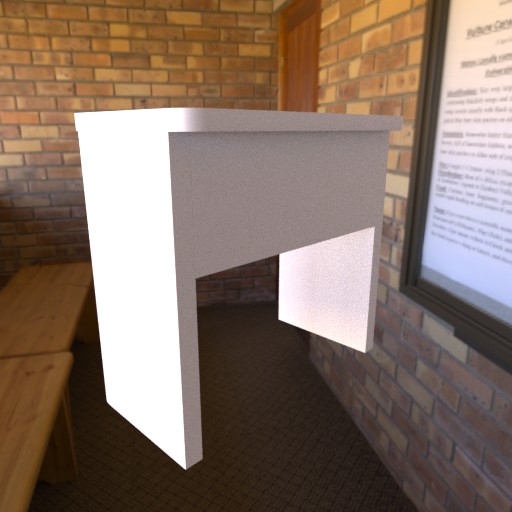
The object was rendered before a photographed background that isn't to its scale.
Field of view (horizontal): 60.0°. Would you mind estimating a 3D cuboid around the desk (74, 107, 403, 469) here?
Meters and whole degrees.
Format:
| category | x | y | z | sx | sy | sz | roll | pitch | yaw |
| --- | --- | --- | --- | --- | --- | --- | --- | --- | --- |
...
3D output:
| category | x | y | z | sx | sy | sz | roll | pitch | yaw |
| --- | --- | --- | --- | --- | --- | --- | --- | --- | --- |
| desk | 0.000 | 0.000 | 1.253 | 0.446 | 0.760 | 0.790 | 15 | 22 | 42 |
